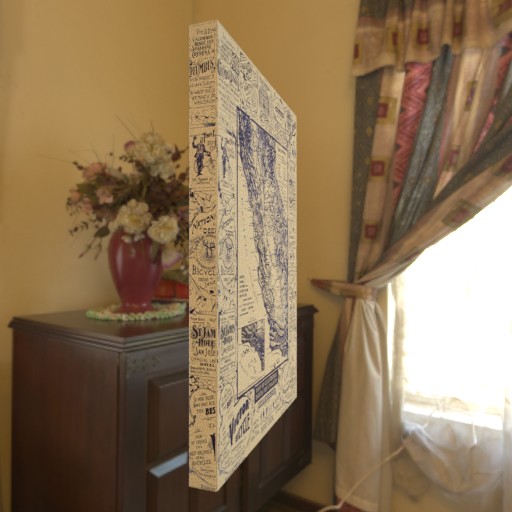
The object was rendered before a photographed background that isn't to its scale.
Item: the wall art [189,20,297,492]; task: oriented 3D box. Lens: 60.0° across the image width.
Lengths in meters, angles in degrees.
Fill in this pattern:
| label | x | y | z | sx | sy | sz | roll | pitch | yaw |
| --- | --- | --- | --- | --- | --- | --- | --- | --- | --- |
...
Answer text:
| label | x | y | z | sx | sy | sz | roll | pitch | yaw |
| --- | --- | --- | --- | --- | --- | --- | --- | --- | --- |
| wall art | 0.000 | 0.000 | 0.762 | 0.040 | 0.601 | 0.408 | 0 | 0 | 20 |
